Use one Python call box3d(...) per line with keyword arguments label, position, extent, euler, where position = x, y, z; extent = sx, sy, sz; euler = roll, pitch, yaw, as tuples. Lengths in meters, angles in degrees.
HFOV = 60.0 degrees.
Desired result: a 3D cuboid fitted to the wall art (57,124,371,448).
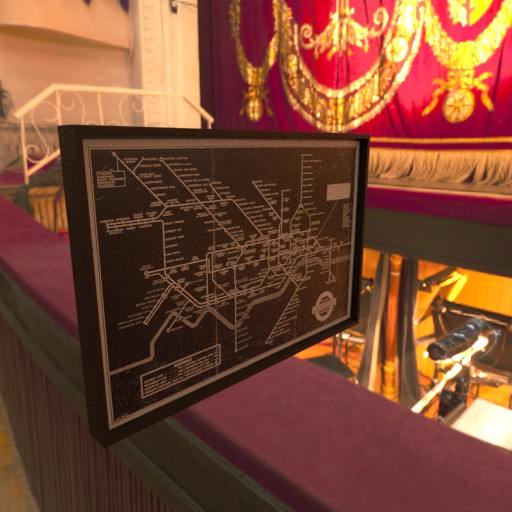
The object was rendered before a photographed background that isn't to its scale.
box3d(label="wall art", position=(0.000, 0.000, 0.839), extent=(0.671, 0.456, 0.051), euler=(-13, 19, -43))
